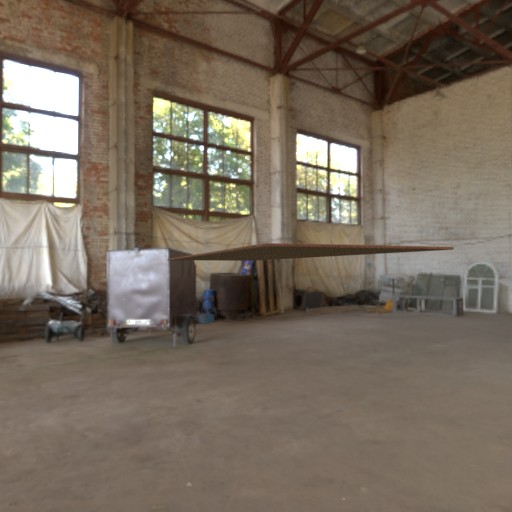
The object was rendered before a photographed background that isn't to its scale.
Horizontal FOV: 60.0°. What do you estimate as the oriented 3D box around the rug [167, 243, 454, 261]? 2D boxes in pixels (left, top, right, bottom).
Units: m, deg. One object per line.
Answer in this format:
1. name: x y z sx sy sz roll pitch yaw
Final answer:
1. rug: 0.000 0.000 2.701 0.769 0.012 2.448 1 -2 -18
